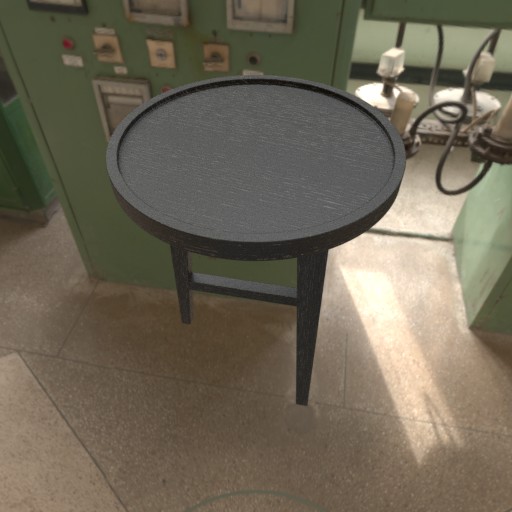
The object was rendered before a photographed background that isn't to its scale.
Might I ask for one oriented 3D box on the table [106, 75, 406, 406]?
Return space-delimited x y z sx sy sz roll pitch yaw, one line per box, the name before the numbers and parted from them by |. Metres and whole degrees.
table | 0.000 0.000 0.770 0.399 0.460 0.399 0 46 0
